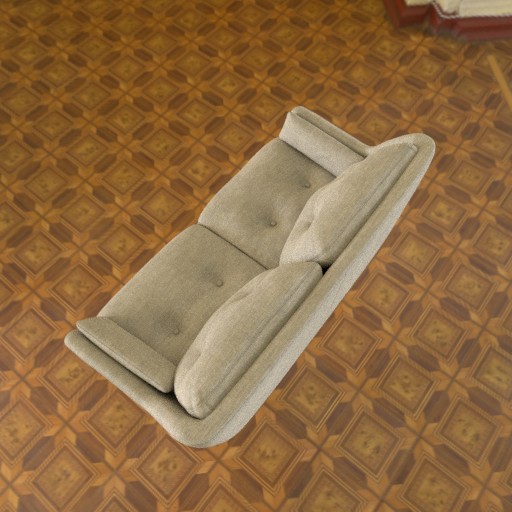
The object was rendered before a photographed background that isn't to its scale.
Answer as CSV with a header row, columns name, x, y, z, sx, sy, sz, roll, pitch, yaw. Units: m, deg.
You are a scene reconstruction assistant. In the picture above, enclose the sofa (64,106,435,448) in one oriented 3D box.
name,x,y,z,sx,sy,sz,roll,pitch,yaw
sofa,0.000,0.000,2.410,0.976,0.897,1.930,35,69,16
